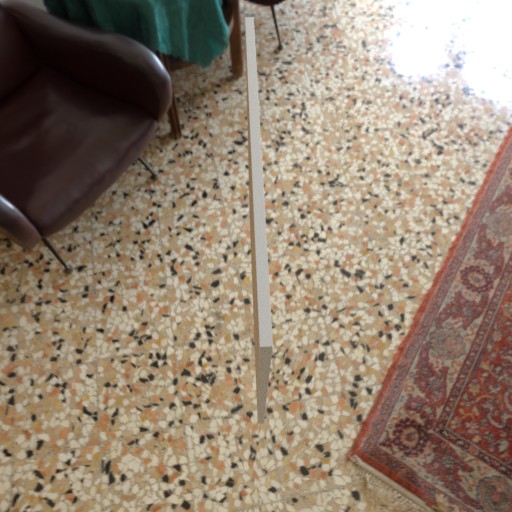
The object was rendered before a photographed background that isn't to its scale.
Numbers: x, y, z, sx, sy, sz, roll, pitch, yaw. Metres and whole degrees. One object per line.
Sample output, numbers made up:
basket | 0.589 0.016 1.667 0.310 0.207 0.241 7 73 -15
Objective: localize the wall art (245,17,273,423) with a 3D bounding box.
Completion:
wall art | 0.000 0.000 0.770 0.012 0.557 0.482 -2 62 -1
